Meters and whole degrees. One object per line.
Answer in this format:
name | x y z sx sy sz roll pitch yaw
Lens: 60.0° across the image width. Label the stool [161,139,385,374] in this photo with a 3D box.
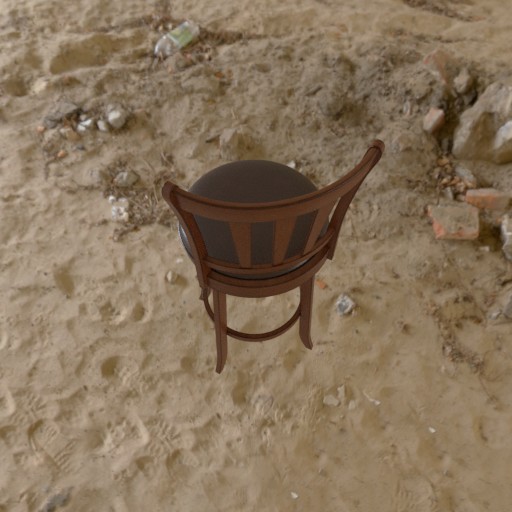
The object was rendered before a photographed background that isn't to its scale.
stool | 0.000 0.000 1.452 0.464 1.177 0.503 -13 59 -8
